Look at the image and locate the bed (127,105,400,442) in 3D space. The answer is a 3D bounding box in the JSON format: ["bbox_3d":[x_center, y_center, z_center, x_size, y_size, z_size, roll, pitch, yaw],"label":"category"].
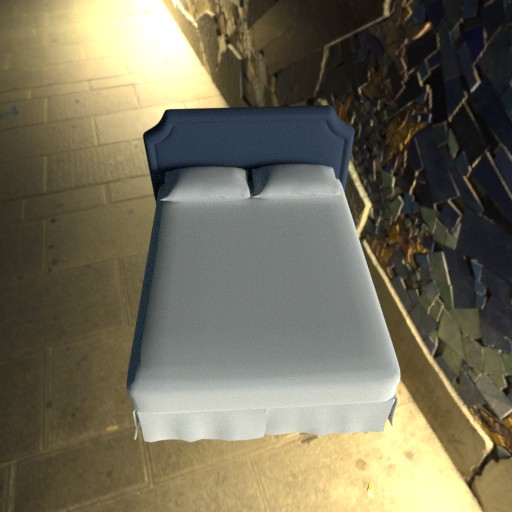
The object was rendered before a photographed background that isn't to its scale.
[{"bbox_3d":[0.000,0.000,3.348,1.831,1.297,2.260,-2,45,-2],"label":"bed"}]
